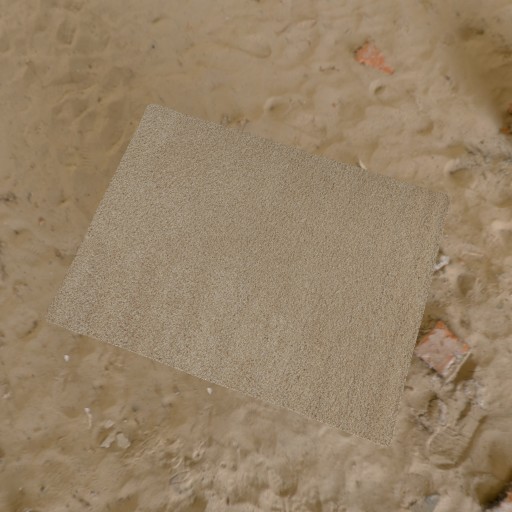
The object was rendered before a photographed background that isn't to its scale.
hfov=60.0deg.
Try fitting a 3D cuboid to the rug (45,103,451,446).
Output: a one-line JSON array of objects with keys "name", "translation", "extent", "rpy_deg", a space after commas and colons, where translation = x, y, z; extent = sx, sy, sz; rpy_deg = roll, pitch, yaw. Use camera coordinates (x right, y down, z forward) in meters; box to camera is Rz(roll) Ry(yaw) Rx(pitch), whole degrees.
[{"name": "rug", "translation": [0.000, 0.000, 2.077], "extent": [1.600, 0.025, 1.199], "rpy_deg": [19, 75, 5]}]
